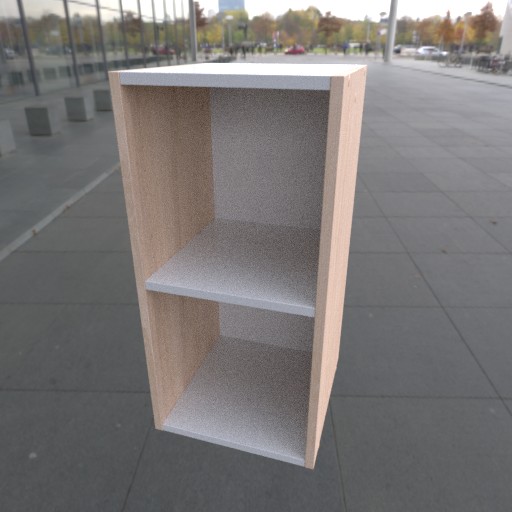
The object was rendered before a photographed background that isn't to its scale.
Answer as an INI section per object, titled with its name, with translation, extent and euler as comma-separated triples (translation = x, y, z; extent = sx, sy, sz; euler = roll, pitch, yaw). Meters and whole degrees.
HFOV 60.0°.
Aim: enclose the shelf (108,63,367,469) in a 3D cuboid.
[shelf]
translation = 0.000, 0.000, 0.759
extent = 0.290, 0.594, 0.297
euler = 8, 26, 16
